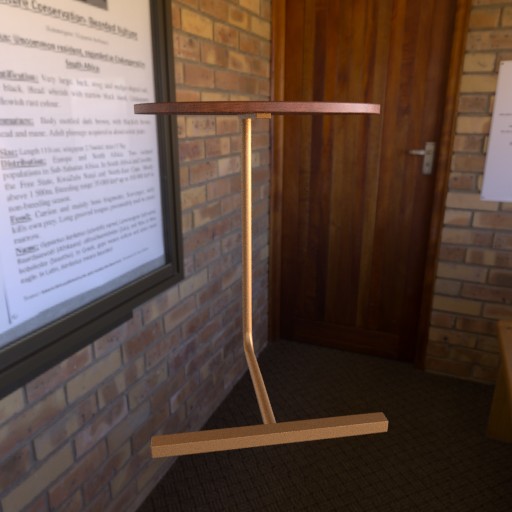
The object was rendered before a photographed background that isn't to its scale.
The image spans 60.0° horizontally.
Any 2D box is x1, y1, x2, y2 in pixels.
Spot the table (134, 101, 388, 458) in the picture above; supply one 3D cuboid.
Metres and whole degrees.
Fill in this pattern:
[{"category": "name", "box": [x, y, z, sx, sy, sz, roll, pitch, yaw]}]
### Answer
[{"category": "table", "box": [0.000, 0.000, 1.099, 0.530, 0.706, 0.577, -3, 17, -9]}]
